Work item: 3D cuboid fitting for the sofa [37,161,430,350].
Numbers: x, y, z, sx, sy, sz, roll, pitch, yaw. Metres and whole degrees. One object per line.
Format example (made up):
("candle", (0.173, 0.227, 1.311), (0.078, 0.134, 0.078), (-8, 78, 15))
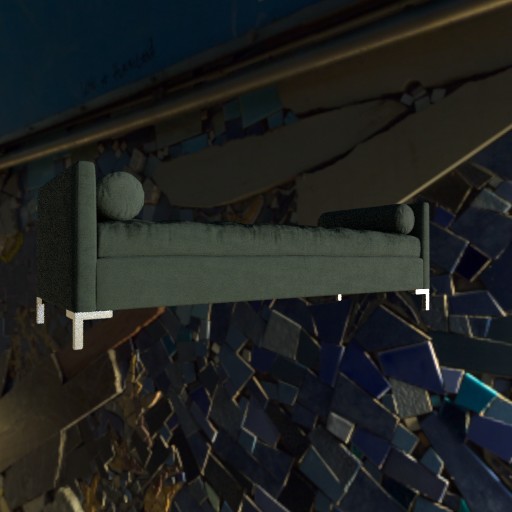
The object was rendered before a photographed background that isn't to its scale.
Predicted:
("sofa", (0.000, 0.000, 2.444), (2.102, 0.657, 0.797), (0, 0, -35))
